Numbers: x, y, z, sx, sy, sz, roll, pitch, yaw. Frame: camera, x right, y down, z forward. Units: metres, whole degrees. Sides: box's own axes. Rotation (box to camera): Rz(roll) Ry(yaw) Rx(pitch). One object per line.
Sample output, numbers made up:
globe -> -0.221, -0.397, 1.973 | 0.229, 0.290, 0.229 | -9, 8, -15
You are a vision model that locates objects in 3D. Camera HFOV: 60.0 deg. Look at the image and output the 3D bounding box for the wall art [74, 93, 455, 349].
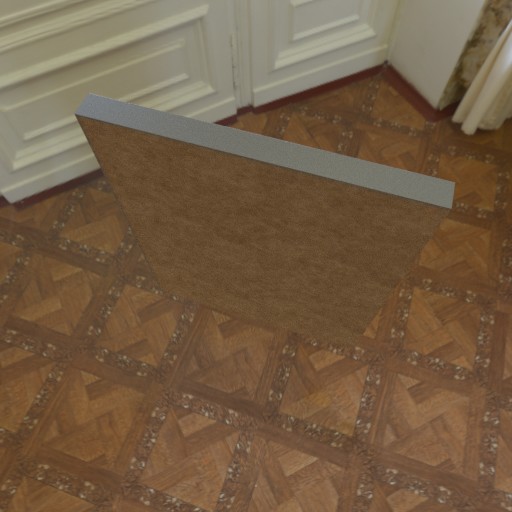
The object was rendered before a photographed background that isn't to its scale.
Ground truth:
wall art -> 0.000, 0.000, 0.762 | 0.453, 0.554, 0.037 | 16, 64, 8
